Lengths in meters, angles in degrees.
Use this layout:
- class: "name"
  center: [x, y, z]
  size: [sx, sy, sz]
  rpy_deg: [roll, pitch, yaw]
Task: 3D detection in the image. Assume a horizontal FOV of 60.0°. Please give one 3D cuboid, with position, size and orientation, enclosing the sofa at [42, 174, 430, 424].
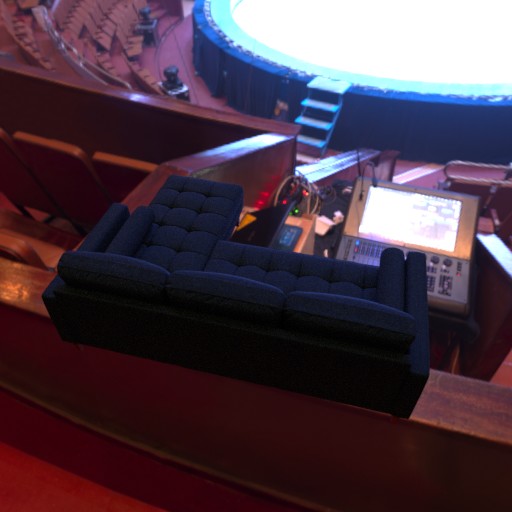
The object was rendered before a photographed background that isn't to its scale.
- class: "sofa"
  center: [0.000, 0.000, 3.021]
  size: [2.185, 0.841, 1.613]
  rpy_deg: [10, 45, 10]
